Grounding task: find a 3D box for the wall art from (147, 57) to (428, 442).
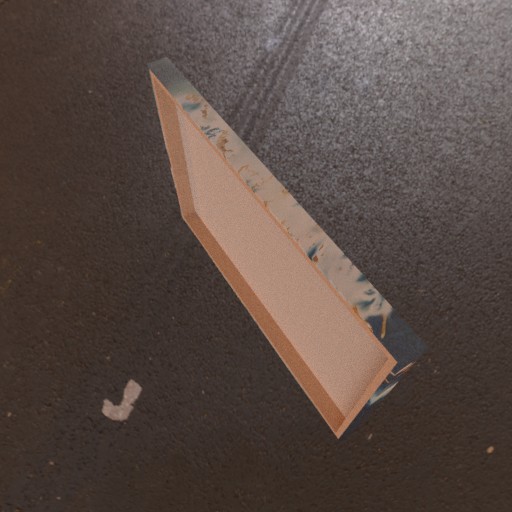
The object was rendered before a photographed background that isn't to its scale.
[{"bbox_3d":[0.000,0.000,0.766,0.036,0.405,0.607,-28,61,-17],"label":"wall art"}]
